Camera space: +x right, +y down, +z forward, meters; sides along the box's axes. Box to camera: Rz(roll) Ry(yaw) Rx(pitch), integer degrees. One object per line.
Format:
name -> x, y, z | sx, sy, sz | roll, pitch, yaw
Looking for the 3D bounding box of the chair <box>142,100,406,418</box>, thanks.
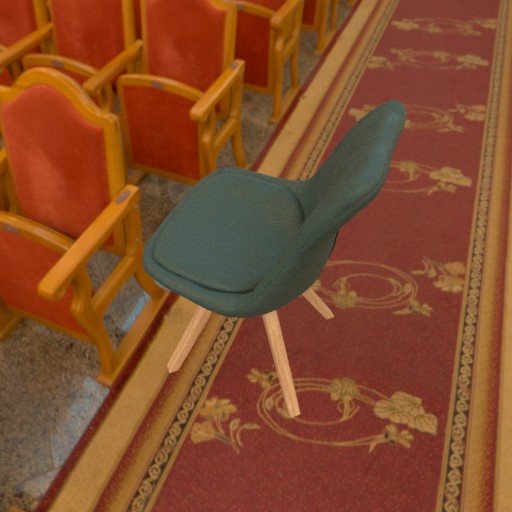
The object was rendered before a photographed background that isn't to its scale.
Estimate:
chair -> 0.000, 0.000, 1.179 | 0.547, 0.865, 0.483 | 17, 51, 14
